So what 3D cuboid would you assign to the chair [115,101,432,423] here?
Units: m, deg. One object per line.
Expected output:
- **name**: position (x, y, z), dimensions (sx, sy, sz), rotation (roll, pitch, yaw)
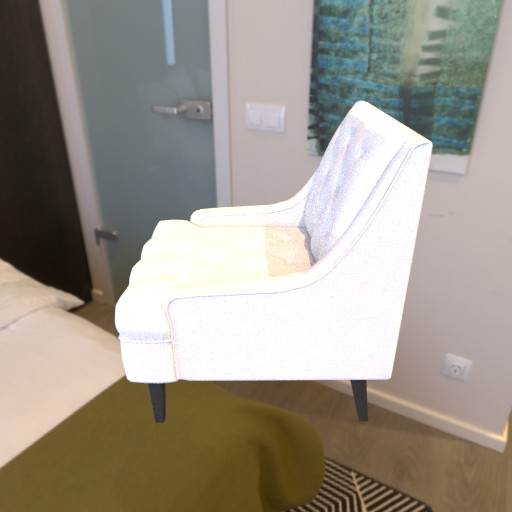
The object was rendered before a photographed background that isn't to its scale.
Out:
- **chair**: position (0.000, 0.000, 1.432), dimensions (0.772, 0.891, 0.658), rotation (0, 27, 0)
